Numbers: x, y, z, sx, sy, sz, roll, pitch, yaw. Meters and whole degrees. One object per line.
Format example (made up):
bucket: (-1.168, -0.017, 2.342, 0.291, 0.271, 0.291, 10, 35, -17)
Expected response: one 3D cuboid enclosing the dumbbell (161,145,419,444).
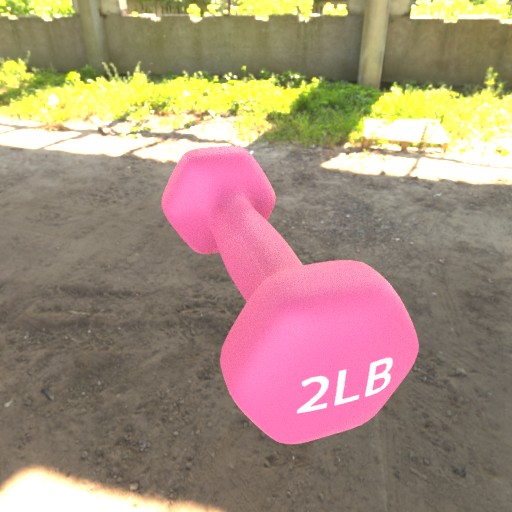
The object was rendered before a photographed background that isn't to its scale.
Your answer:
dumbbell: (0.000, 0.000, 0.175, 0.058, 0.053, 0.146, -9, 31, -15)
